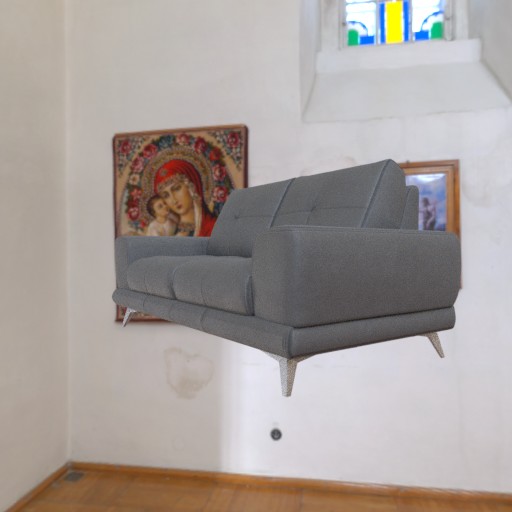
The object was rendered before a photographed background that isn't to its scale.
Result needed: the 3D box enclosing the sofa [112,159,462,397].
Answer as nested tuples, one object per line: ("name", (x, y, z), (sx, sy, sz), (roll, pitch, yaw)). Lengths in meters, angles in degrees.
("sofa", (0.000, 0.000, 2.394), (1.018, 0.907, 1.806), (-1, 1, -35))
